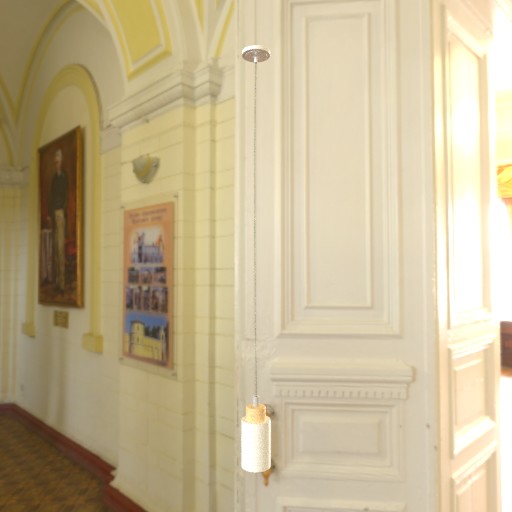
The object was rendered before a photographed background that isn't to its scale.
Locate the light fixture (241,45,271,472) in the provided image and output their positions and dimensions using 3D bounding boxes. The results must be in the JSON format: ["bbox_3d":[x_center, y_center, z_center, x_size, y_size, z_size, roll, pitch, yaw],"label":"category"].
[{"bbox_3d":[0.000,0.000,1.927,0.125,1.798,0.125,0,-2,0],"label":"light fixture"}]
